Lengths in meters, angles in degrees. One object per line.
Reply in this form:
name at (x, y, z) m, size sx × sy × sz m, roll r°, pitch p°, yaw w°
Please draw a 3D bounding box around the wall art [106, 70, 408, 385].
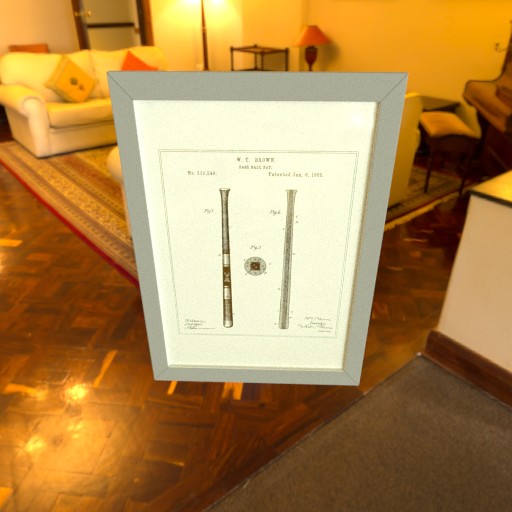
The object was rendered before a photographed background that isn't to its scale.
wall art at (0.000, 0.000, 0.684) m, size 0.374 × 0.529 × 0.012 m, roll 1°, pitch 30°, yaw 2°
